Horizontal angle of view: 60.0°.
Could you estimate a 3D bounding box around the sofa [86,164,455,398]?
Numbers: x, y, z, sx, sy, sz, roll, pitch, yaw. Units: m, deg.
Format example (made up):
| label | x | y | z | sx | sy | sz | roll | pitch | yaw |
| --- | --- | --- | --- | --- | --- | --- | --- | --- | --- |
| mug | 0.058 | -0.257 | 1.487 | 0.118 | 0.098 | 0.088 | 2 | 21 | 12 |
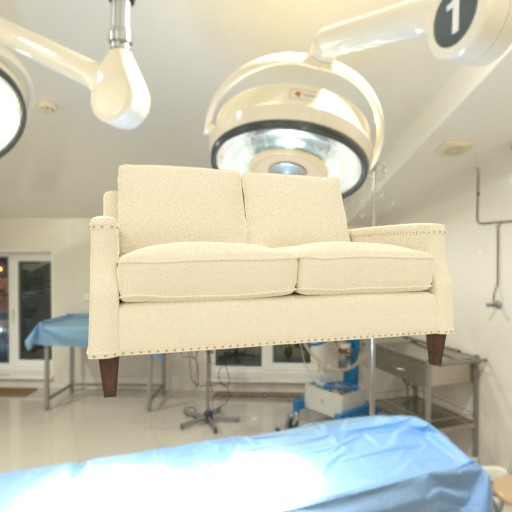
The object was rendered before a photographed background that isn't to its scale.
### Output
| label | x | y | z | sx | sy | sz | roll | pitch | yaw |
| --- | --- | --- | --- | --- | --- | --- | --- | --- | --- |
| sofa | 0.000 | 0.000 | 2.285 | 1.597 | 1.003 | 1.084 | 0 | 1 | -18 |
